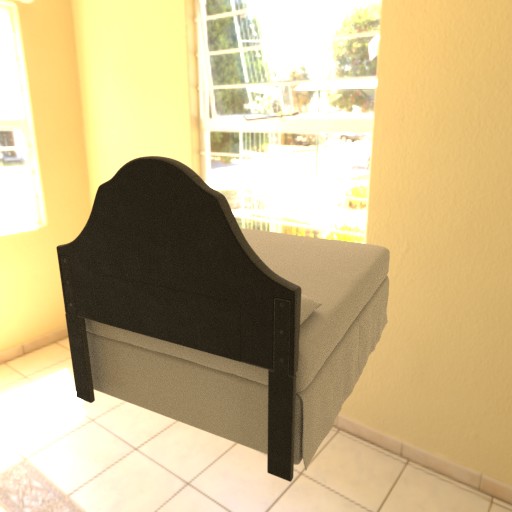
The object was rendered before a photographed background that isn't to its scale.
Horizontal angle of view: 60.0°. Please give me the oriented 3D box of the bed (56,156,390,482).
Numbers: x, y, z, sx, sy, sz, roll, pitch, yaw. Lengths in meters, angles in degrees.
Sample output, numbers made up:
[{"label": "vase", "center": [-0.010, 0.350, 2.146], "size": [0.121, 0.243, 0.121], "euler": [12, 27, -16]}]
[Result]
[{"label": "bed", "center": [0.000, 0.000, 3.242], "size": [1.636, 1.575, 2.155], "euler": [9, 19, 26]}]
